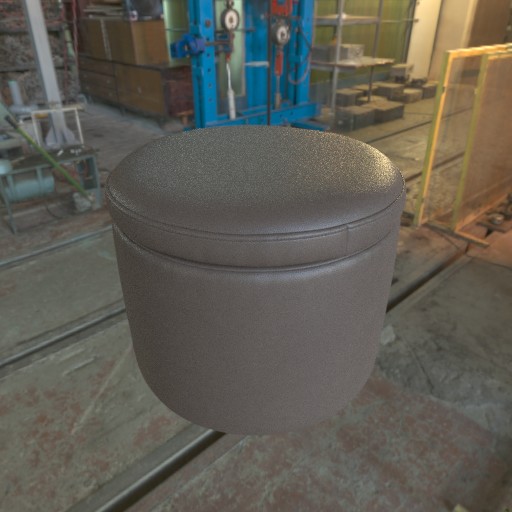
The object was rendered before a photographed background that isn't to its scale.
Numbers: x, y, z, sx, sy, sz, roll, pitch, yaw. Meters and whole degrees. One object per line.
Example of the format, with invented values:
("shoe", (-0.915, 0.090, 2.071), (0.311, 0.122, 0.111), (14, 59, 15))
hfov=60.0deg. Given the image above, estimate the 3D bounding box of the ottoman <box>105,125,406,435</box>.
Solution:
("ottoman", (0.000, 0.000, 0.840), (0.500, 0.409, 0.500), (0, 30, 0))
